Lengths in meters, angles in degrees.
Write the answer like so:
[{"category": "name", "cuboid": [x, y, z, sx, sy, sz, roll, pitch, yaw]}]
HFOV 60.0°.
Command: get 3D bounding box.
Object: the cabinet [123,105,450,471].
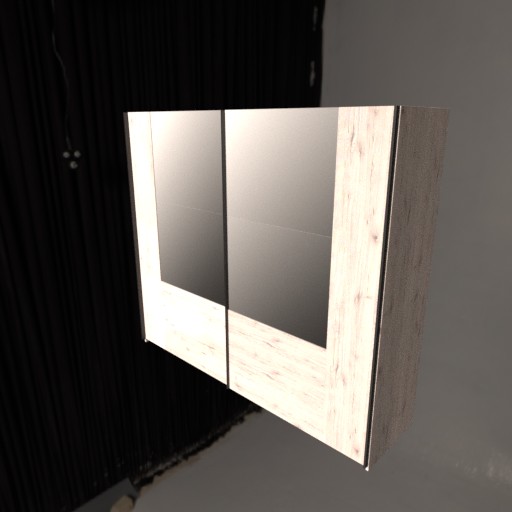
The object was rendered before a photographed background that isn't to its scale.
[{"category": "cabinet", "cuboid": [0.000, 0.000, 3.500, 2.500, 2.180, 0.660, 15, 23, 41]}]
